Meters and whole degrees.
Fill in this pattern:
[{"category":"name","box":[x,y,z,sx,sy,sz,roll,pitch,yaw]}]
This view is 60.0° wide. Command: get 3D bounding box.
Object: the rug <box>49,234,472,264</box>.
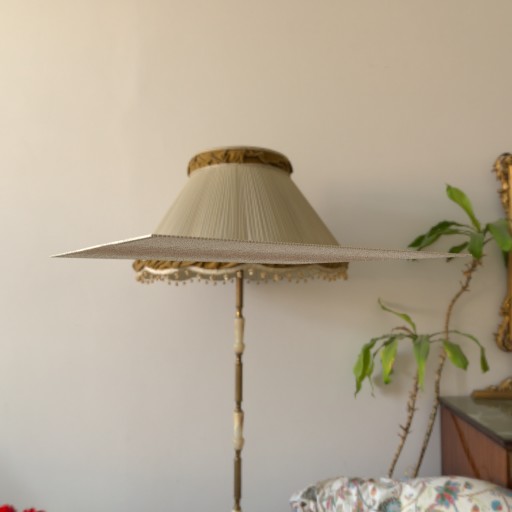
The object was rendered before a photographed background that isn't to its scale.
[{"category":"rug","box":[0.000,0.000,4.070,3.048,0.013,2.438,2,-4,-36]}]
